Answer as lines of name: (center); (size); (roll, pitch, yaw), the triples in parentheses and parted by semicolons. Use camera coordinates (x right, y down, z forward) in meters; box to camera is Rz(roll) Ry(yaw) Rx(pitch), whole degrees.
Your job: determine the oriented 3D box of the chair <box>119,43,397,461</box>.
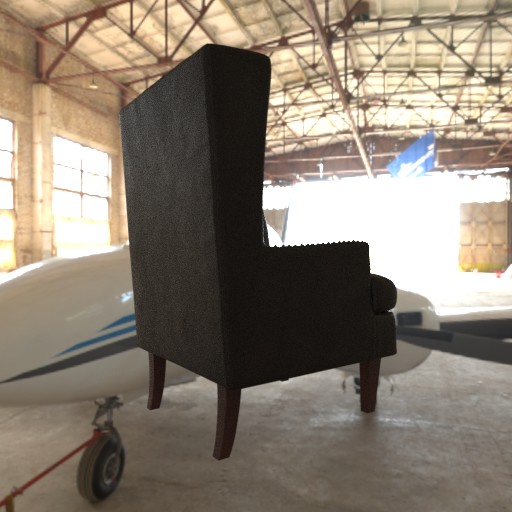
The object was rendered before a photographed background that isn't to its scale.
chair: (0.000, 0.000, 1.634); (0.799, 1.142, 0.703); (0, 0, -36)
